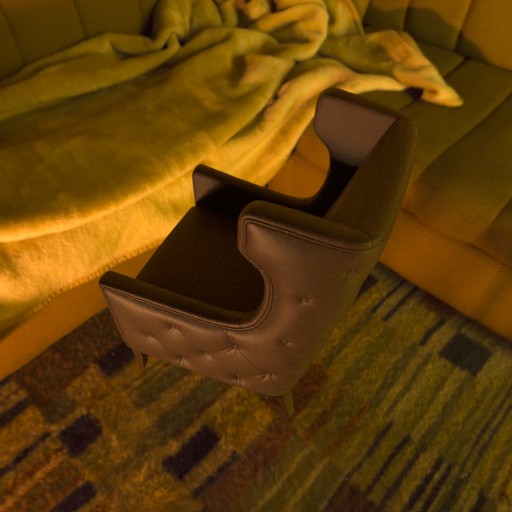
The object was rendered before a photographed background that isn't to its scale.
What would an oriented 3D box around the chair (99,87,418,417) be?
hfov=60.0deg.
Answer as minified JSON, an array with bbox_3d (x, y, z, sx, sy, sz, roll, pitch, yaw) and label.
[{"bbox_3d":[0.000,0.000,1.669,0.899,1.079,0.769,17,50,15],"label":"chair"}]
